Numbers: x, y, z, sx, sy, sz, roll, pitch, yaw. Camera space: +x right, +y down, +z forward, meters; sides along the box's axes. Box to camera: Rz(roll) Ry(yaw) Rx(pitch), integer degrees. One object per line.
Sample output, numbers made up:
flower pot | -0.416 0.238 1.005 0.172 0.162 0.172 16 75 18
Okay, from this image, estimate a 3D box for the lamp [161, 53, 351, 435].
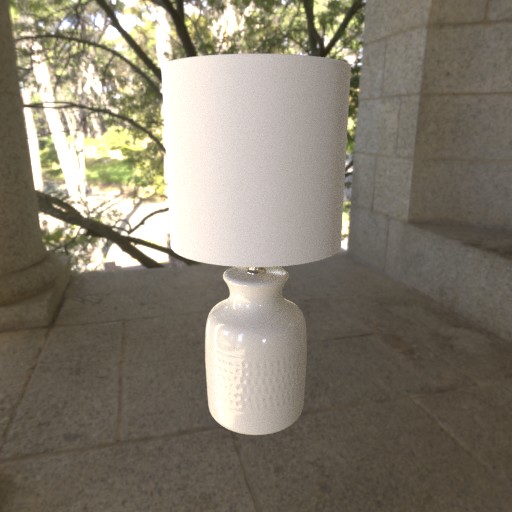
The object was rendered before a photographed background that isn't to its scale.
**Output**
lamp | 0.000 0.000 0.500 0.188 0.392 0.188 -15 22 -42
